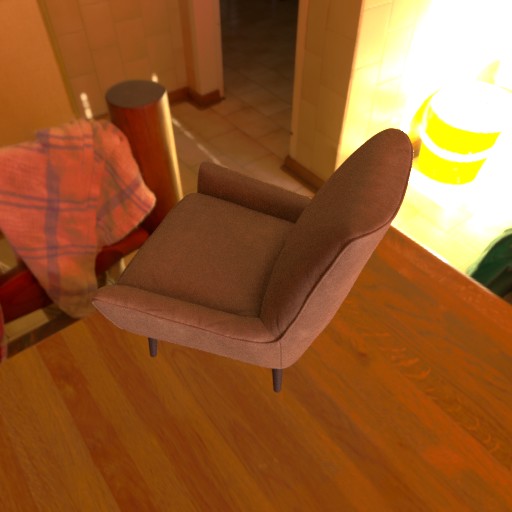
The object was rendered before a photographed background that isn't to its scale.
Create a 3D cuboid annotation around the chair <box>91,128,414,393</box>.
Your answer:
[{"bbox_3d":[0.000,0.000,1.522,0.824,0.888,0.787,16,48,15],"label":"chair"}]
